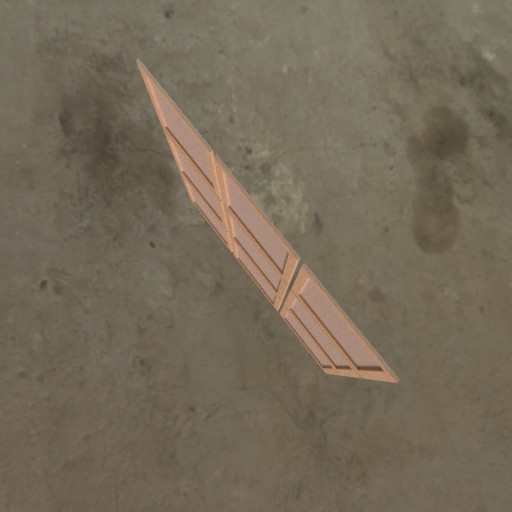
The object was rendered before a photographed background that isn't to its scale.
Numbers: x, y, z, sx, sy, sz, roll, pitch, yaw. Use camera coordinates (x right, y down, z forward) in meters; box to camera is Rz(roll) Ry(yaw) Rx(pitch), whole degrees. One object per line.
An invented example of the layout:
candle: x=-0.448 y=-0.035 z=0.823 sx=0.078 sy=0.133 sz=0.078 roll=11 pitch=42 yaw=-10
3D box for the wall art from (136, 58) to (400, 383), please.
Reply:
wall art: x=0.000 y=0.000 z=2.308 sx=0.014 sy=1.507 sz=1.519 roll=-37 pitch=79 yaw=-8
